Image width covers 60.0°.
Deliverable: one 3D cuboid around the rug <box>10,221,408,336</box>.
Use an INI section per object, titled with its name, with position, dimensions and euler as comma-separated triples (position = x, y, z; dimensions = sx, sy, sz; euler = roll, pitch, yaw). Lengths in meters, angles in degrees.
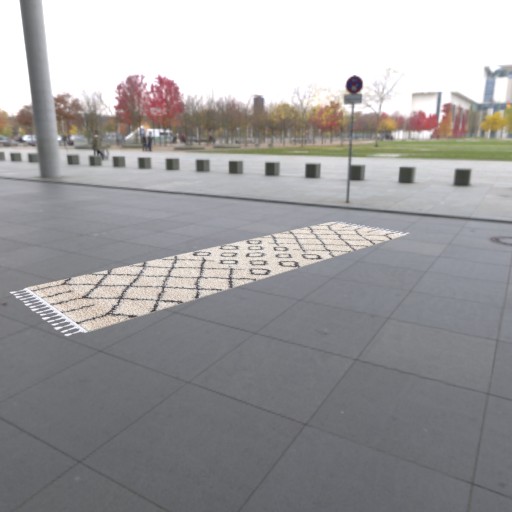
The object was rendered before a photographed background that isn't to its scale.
[rug]
position = 0.000, 0.000, 2.592
dimensions = 2.464, 0.005, 0.660
euler = -14, 21, -42
